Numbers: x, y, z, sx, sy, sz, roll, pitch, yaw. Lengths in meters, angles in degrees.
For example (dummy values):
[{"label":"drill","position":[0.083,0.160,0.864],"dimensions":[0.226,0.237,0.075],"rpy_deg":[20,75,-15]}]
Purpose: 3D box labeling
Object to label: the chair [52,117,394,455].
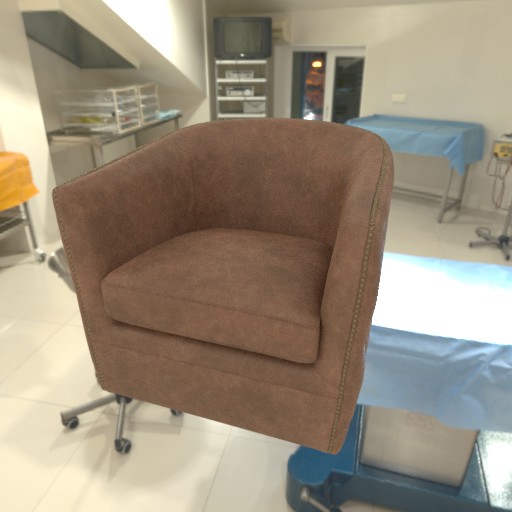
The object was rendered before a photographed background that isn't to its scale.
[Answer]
[{"label":"chair","position":[0.000,0.000,1.505],"dimensions":[0.850,0.790,0.870],"rpy_deg":[9,27,17]}]
